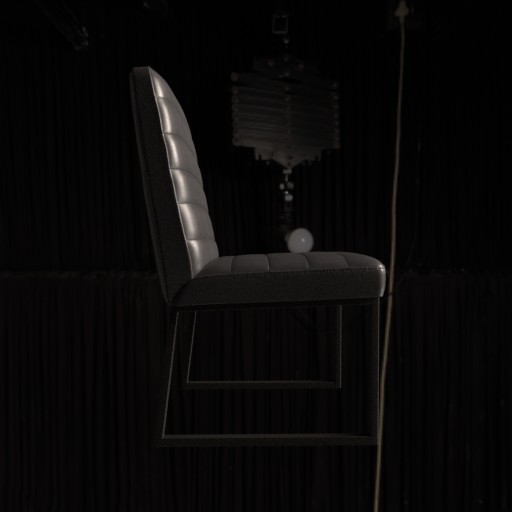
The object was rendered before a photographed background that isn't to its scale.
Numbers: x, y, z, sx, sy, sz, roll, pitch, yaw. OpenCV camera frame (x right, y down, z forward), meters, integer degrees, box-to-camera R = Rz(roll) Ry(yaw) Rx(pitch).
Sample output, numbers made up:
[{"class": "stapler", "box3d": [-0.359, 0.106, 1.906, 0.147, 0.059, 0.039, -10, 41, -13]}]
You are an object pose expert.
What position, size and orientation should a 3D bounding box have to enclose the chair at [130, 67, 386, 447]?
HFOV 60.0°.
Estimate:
[{"class": "chair", "box3d": [0.000, 0.000, 1.316, 0.634, 0.930, 0.520, 0, 1, -1]}]
